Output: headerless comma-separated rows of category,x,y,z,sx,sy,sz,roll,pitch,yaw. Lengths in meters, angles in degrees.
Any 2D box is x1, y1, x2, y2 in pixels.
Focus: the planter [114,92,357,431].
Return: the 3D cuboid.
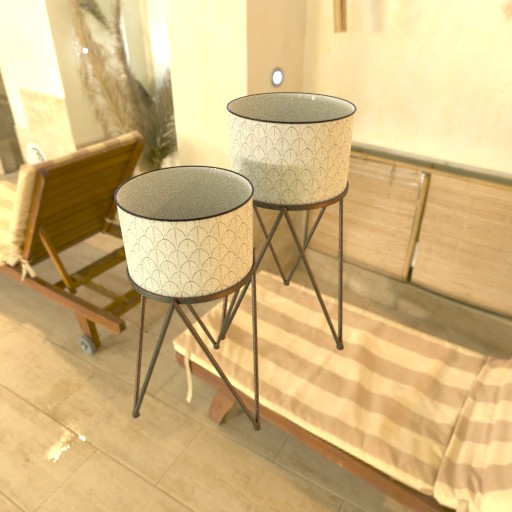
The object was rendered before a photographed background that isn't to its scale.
planter,0.000,0.000,1.188,0.413,0.712,0.769,21,37,31
